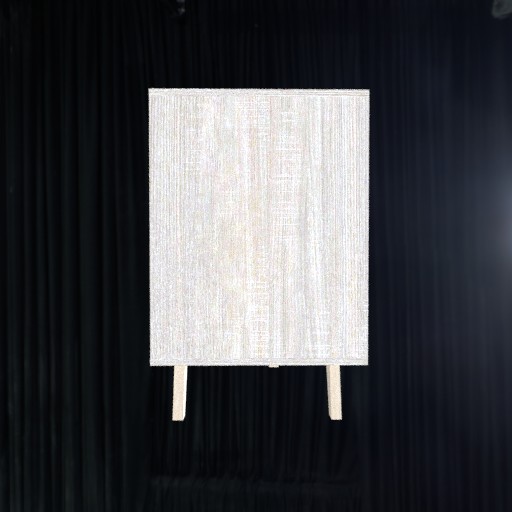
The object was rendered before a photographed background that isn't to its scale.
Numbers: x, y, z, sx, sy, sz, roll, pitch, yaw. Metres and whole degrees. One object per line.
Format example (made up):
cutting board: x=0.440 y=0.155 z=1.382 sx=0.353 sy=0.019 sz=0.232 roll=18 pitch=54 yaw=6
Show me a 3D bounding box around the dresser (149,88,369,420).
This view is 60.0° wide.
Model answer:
dresser: x=0.000 y=0.000 z=1.567 sx=0.500 sy=0.780 sz=1.110 roll=0 pitch=1 yaw=-1
